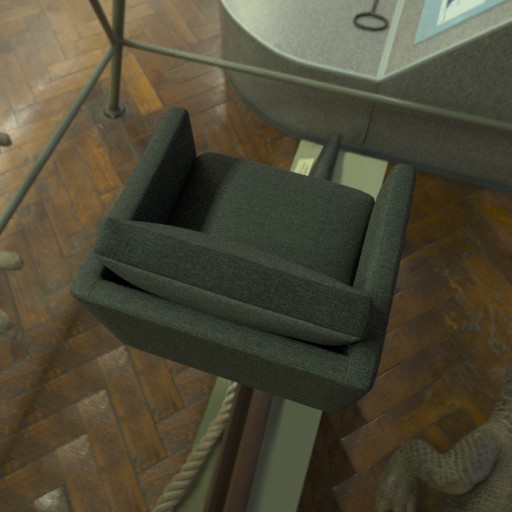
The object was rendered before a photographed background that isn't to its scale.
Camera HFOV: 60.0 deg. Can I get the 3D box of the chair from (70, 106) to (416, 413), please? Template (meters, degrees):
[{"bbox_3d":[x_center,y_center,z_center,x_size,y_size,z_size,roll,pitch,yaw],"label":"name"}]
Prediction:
[{"bbox_3d":[0.000,0.000,1.900,1.107,0.963,0.959,16,65,8],"label":"chair"}]
